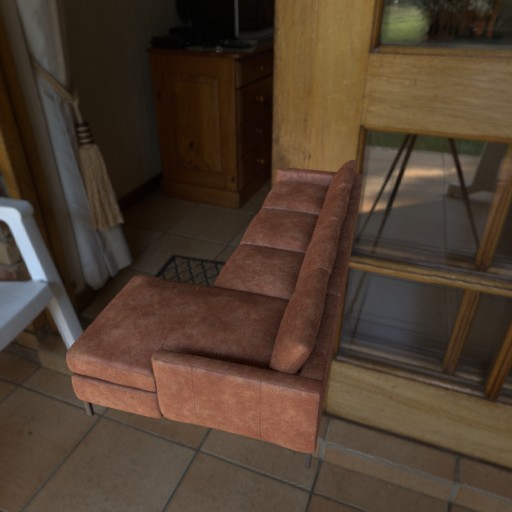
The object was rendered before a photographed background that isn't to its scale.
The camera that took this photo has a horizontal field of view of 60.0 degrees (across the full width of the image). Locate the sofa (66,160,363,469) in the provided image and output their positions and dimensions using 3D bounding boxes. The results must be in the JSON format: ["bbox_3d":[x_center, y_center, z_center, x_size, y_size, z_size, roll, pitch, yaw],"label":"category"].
[{"bbox_3d":[0.000,0.000,3.602,1.471,0.859,2.993,8,33,13],"label":"sofa"}]
